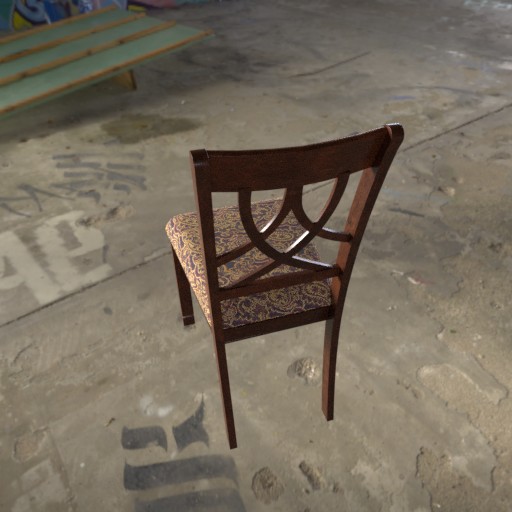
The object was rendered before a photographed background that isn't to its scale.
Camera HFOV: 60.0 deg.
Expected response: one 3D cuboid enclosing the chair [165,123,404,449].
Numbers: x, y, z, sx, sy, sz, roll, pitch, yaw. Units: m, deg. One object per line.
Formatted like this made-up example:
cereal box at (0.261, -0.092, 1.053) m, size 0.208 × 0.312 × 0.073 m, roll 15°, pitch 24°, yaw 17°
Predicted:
chair at (0.000, 0.000, 1.273) m, size 0.457 × 0.965 × 0.584 m, roll -11°, pitch 41°, yaw -13°
